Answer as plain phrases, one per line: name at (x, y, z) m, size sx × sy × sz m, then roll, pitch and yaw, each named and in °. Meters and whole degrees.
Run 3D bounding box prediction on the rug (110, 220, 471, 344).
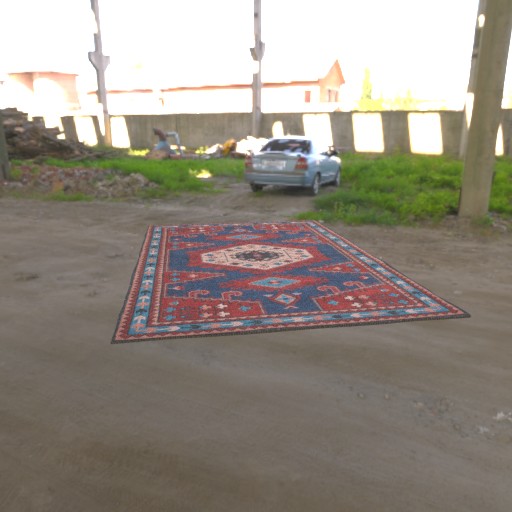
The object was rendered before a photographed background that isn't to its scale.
rug at (0.000, 0.000, 2.295) m, size 1.207 × 0.012 × 1.820 m, roll -3°, pitch 15°, yaw -9°
